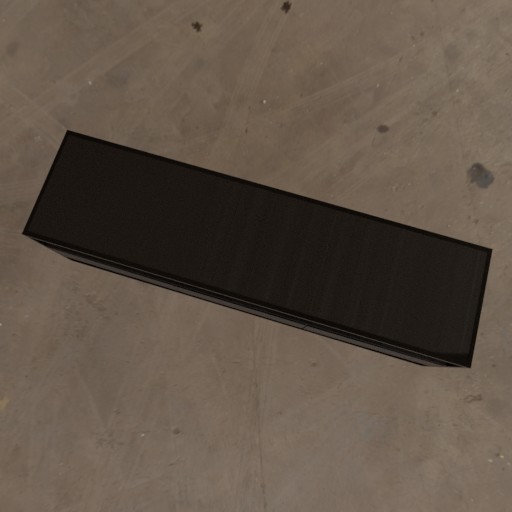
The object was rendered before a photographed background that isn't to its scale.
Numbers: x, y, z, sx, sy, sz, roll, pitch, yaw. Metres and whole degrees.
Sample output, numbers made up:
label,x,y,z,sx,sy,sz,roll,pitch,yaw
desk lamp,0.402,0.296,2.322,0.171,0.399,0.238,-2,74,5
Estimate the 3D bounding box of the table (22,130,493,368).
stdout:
label,x,y,z,sx,sy,sz,roll,pitch,yaw
table,0.000,0.000,1.637,1.486,0.395,0.399,16,77,4
